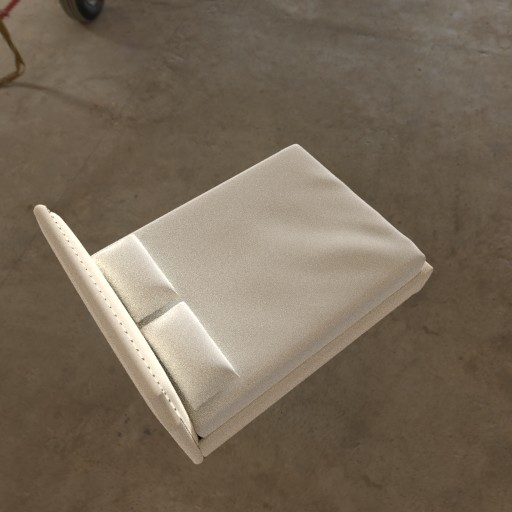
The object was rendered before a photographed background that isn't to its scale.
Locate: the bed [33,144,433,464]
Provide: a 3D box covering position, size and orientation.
[{"bbox_3d":[0.000,0.000,3.341,2.365,1.443,1.712,-32,63,-19],"label":"bed"}]
